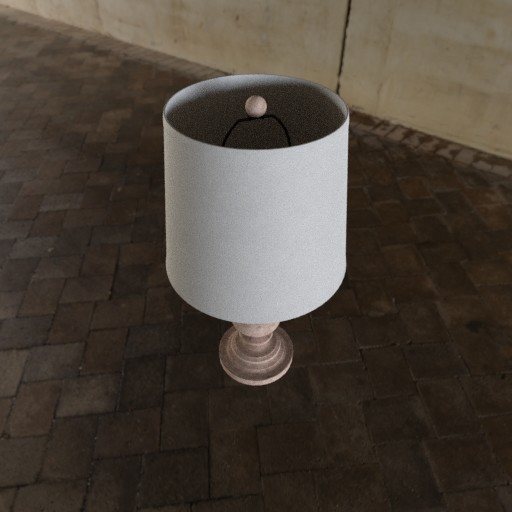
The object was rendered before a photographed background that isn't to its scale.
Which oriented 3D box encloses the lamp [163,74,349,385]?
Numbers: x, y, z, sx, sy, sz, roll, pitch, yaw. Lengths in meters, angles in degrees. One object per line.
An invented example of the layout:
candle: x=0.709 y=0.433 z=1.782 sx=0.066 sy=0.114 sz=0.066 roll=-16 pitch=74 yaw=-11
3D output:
lamp: x=0.000 y=0.000 z=0.681 sx=0.273 sy=0.497 sz=0.273 roll=0 pitch=41 yaw=0
